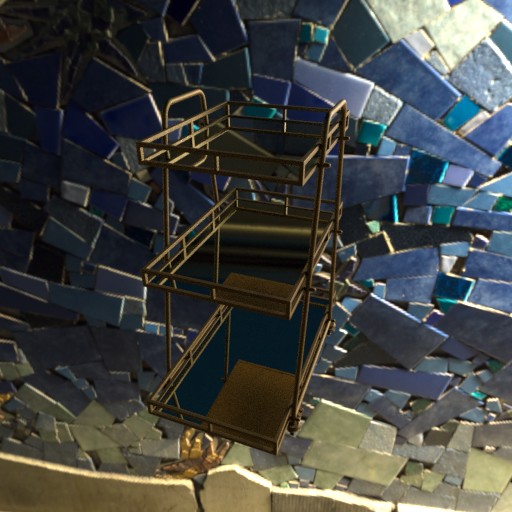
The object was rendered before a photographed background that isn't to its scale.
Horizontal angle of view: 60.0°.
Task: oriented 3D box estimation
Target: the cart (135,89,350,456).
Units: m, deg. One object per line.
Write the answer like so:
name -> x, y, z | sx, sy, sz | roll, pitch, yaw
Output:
cart -> 0.000, 0.000, 1.300 | 0.441, 0.883, 0.711 | 11, 32, 18
